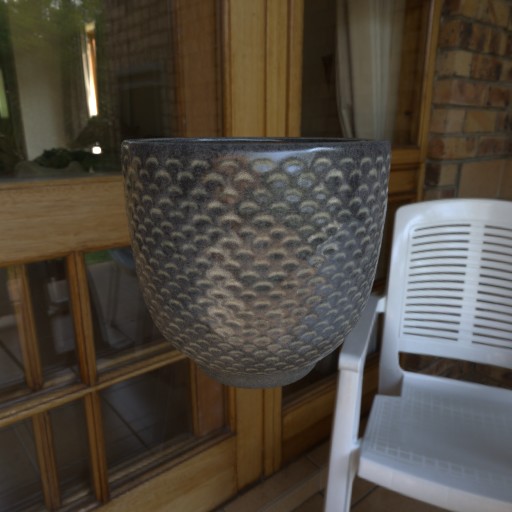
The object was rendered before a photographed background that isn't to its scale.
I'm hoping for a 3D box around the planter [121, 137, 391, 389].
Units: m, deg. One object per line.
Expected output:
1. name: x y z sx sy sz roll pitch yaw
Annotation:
1. planter: 0.000 0.000 0.313 0.172 0.160 0.172 0 16 0
